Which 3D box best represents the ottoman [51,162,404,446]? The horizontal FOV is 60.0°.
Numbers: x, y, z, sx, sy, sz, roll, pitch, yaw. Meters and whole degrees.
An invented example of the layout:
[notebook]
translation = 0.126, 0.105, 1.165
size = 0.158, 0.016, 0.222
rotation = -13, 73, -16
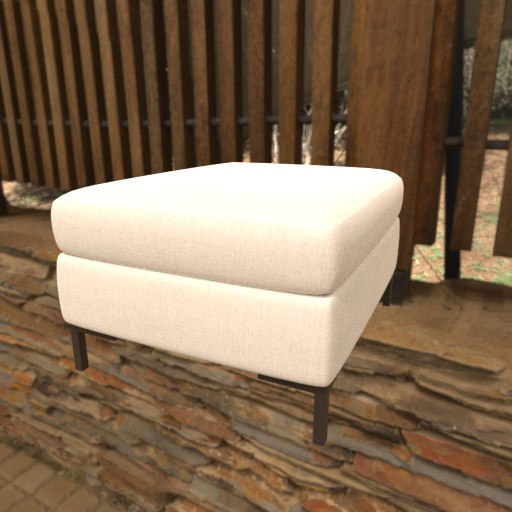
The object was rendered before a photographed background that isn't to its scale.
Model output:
[ottoman]
translation = 0.000, 0.000, 1.198
size = 0.657, 0.453, 0.794
rotation = 8, 19, 24
